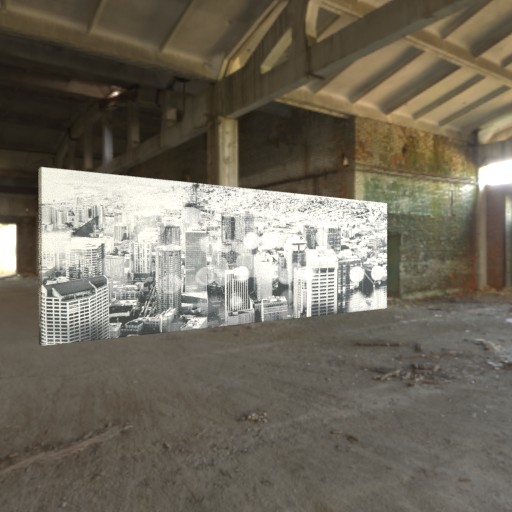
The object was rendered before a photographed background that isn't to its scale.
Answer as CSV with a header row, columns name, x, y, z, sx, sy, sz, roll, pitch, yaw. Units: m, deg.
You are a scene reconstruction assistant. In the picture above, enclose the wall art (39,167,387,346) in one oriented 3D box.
name,x,y,z,sx,sy,sz,roll,pitch,yaw
wall art,0.000,0.000,1.711,1.520,0.507,0.044,0,0,-35
